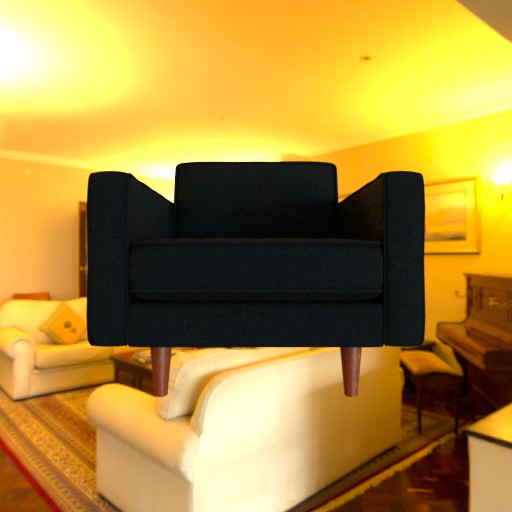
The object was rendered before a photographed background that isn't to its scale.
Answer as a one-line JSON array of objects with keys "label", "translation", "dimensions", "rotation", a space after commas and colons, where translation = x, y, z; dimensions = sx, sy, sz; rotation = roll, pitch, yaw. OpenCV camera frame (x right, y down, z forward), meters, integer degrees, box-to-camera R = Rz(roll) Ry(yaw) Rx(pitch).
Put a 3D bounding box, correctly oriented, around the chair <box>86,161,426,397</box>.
[{"label": "chair", "translation": [0.000, 0.000, 1.579], "dimensions": [0.899, 0.770, 0.920], "rotation": [0, 0, 0]}]
